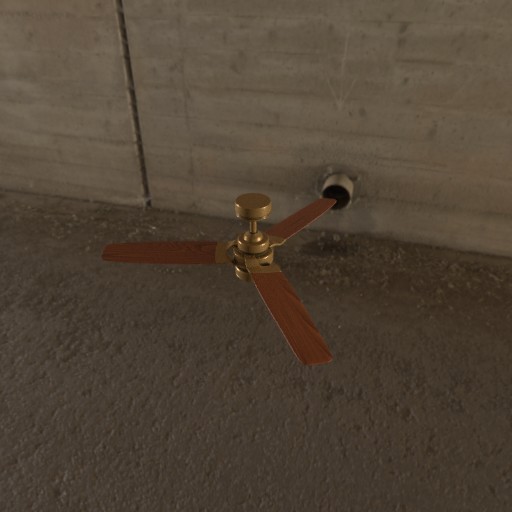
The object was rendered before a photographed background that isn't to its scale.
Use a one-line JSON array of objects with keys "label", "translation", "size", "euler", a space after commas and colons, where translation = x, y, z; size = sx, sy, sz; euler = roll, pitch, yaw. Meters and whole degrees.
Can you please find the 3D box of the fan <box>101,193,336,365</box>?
[{"label": "fan", "translation": [0.000, 0.000, 2.093], "size": [1.416, 0.425, 1.271], "euler": [-10, 35, -15]}]
